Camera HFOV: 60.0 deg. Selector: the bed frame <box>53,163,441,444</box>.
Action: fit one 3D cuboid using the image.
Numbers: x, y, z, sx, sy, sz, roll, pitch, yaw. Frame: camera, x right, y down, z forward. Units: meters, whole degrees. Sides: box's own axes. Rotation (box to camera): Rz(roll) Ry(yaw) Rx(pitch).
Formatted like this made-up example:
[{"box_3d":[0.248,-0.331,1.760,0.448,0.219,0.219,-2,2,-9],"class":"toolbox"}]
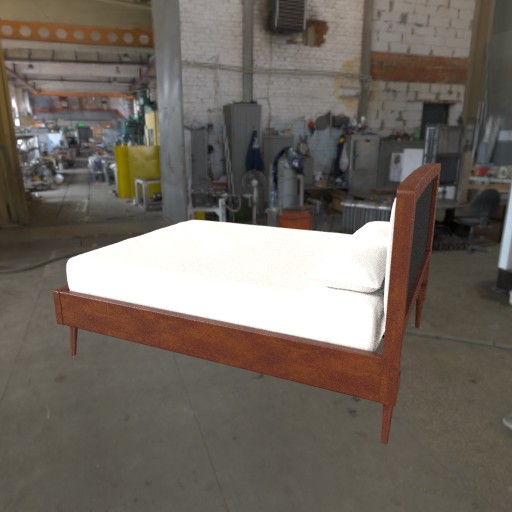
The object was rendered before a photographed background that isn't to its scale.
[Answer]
[{"box_3d":[0.000,0.000,3.082,2.171,1.279,1.587,7,17,24],"class":"bed frame"}]
